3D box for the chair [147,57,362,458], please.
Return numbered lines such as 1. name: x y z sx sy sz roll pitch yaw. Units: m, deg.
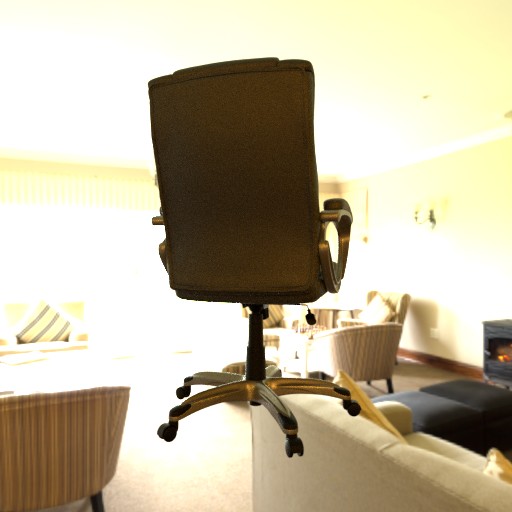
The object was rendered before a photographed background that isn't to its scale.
1. chair: 0.000 0.000 1.588 0.721 1.130 0.719 0 -1 18
